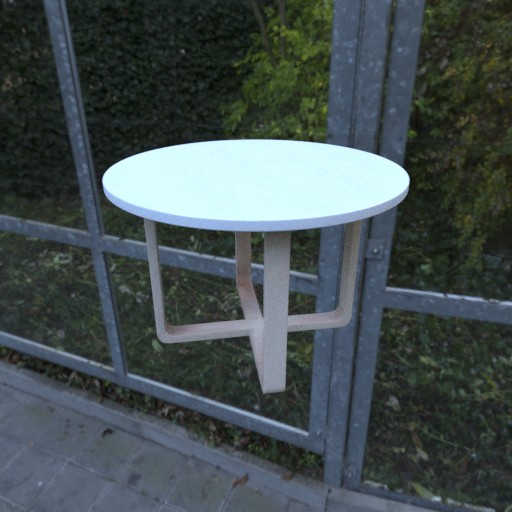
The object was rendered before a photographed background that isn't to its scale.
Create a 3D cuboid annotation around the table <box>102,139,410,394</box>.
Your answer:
[{"bbox_3d":[0.000,0.000,0.992,0.600,0.400,0.600,0,25,0],"label":"table"}]
